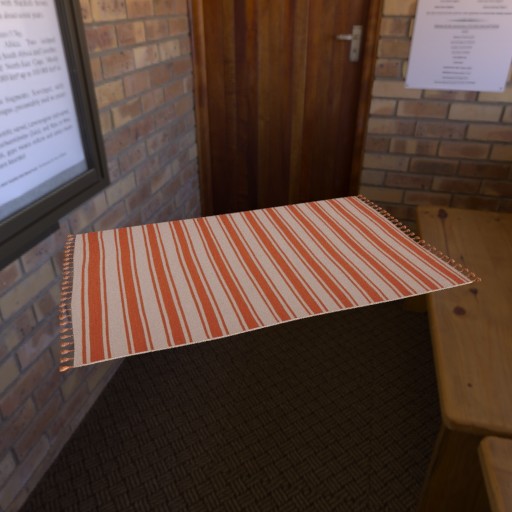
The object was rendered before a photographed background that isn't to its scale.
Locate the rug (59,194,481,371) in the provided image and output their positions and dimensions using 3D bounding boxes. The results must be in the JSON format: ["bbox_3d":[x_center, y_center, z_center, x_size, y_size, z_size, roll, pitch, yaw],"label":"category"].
[{"bbox_3d":[0.000,0.000,2.535,2.092,0.017,1.232,-10,31,-16],"label":"rug"}]
